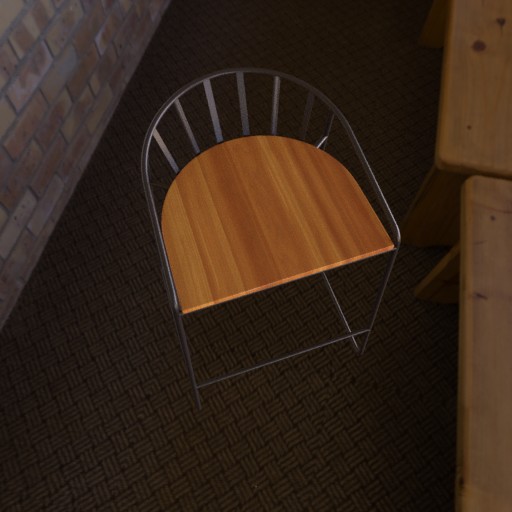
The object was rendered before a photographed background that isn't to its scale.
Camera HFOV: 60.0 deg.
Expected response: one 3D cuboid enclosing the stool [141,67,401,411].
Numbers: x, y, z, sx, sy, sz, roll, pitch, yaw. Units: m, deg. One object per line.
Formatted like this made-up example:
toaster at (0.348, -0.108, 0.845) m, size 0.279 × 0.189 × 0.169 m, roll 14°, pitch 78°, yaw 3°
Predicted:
stool at (0.000, 0.000, 1.151) m, size 0.546 × 0.812 × 0.521 m, roll -17°, pitch 64°, yaw -8°
